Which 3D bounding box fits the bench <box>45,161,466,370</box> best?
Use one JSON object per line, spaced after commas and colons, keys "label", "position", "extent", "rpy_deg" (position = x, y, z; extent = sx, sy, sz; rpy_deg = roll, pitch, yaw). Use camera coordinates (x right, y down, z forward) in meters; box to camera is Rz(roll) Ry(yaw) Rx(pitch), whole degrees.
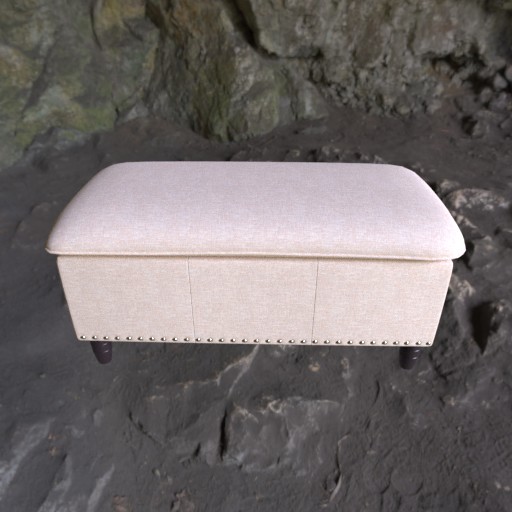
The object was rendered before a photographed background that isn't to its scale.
{"label": "bench", "position": [0.000, 0.000, 1.270], "extent": [0.991, 0.483, 0.483], "rpy_deg": [1, 31, 1]}
